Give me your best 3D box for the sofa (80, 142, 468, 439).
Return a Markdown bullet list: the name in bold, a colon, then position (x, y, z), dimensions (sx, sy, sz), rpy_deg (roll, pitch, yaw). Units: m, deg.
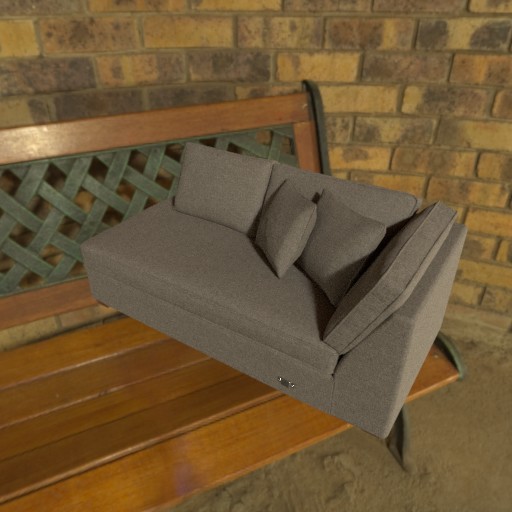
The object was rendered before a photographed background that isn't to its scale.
- **sofa**: position (0.000, 0.000, 2.857), dimensions (2.237, 1.033, 1.110), rpy_deg (19, 36, 28)
